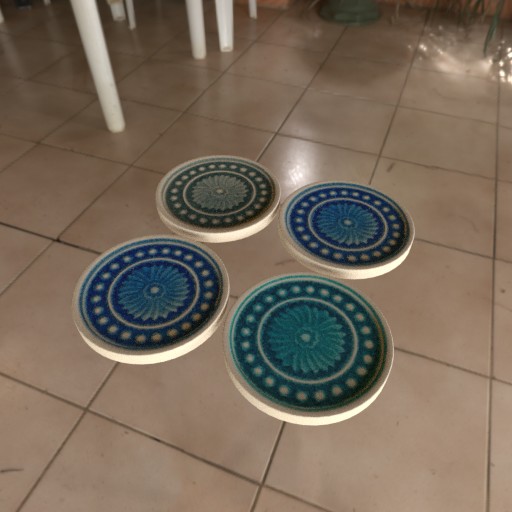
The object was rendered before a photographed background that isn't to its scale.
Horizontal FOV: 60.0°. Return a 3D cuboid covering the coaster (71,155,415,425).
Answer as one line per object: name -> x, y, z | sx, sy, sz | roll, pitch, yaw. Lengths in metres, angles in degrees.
coaster -> 0.000, 0.000, 0.336 | 0.220, 0.010, 0.224 | 15, 48, 14
